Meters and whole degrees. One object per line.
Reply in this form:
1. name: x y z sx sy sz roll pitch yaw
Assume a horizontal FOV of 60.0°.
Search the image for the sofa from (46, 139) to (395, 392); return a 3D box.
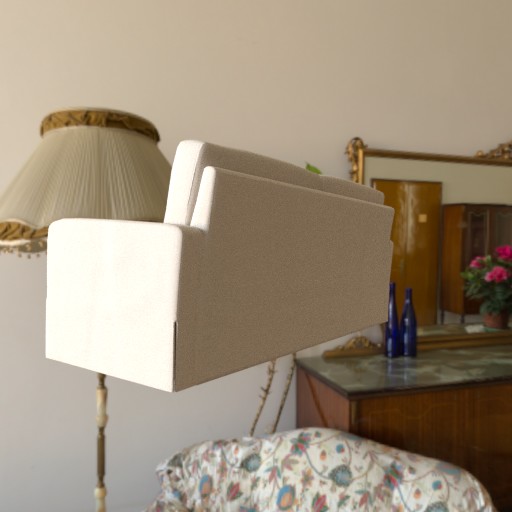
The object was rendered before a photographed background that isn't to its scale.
1. sofa: 0.000 0.000 2.299 0.894 0.831 1.808 0 1 37
